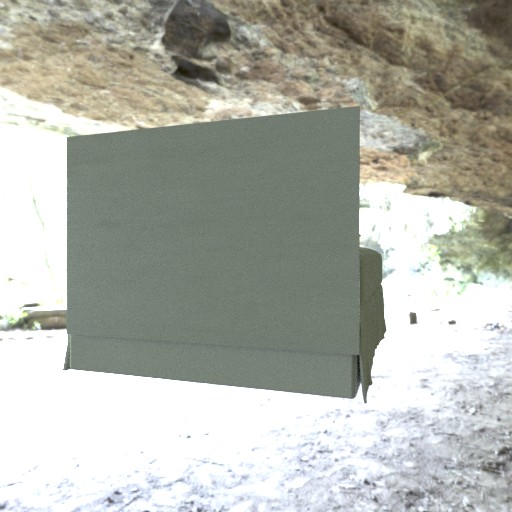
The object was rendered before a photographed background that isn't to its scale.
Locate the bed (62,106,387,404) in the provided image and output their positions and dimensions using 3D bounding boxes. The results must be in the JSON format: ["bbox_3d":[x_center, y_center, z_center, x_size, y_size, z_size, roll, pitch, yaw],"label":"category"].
[{"bbox_3d":[0.000,0.000,3.220,1.745,1.335,2.094,0,0,19],"label":"bed"}]
